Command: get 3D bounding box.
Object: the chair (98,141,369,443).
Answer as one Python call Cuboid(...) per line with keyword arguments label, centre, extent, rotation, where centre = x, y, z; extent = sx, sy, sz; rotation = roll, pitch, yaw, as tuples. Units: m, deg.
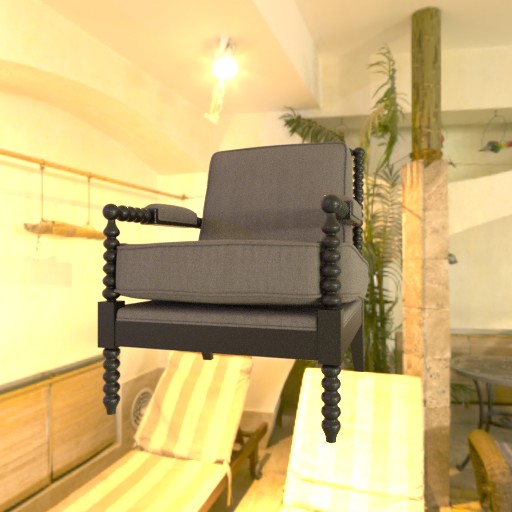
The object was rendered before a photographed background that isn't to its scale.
Cuboid(label="chair", centre=(0.000, 0.000, 1.123), extent=(0.540, 0.661, 0.622), rotation=(0, 0, 18))
